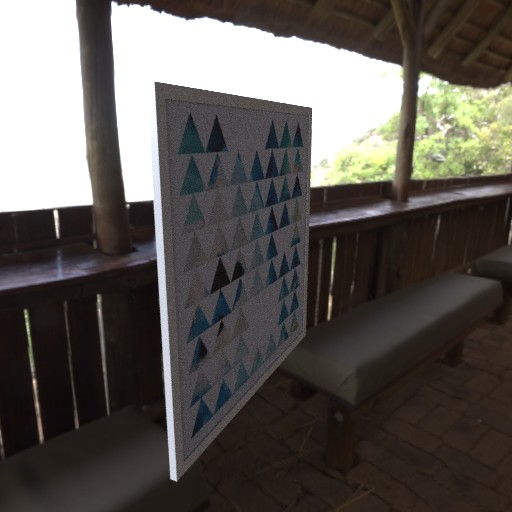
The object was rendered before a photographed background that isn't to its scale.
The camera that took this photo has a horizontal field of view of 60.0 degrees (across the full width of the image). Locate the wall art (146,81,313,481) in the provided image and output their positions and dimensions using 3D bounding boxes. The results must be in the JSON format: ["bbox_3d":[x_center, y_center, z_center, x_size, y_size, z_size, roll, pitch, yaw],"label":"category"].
[{"bbox_3d":[0.000,0.000,0.829,0.012,0.557,0.557,7,17,25],"label":"wall art"}]
